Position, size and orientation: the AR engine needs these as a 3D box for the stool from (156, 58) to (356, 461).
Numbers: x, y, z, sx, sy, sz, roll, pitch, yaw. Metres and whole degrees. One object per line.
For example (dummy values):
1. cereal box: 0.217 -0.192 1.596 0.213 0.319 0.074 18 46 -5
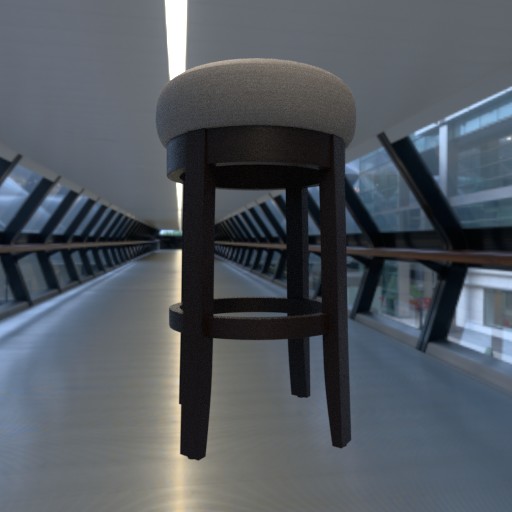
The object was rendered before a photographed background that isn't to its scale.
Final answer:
1. stool: 0.000 0.000 1.007 0.443 0.757 0.443 0 1 0
